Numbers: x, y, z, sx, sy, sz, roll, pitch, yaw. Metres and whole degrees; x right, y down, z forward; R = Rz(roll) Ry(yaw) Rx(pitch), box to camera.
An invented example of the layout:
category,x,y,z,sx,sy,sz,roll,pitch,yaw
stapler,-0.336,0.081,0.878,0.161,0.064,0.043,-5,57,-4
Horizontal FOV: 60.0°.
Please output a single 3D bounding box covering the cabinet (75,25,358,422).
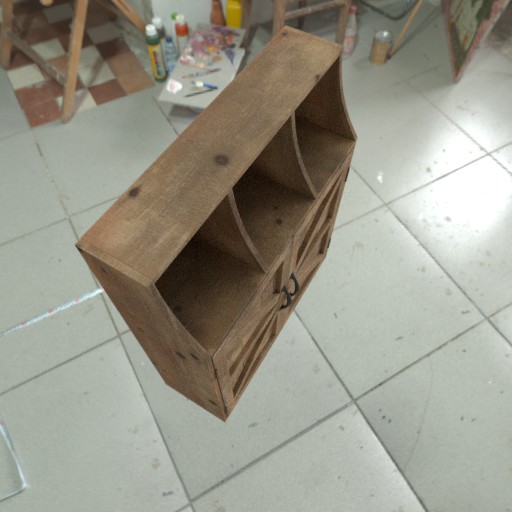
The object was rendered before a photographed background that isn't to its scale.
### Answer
category,x,y,z,sx,sy,sz,roll,pitch,yaw
cabinet,0.000,0.000,0.835,0.184,0.590,0.489,27,63,15
